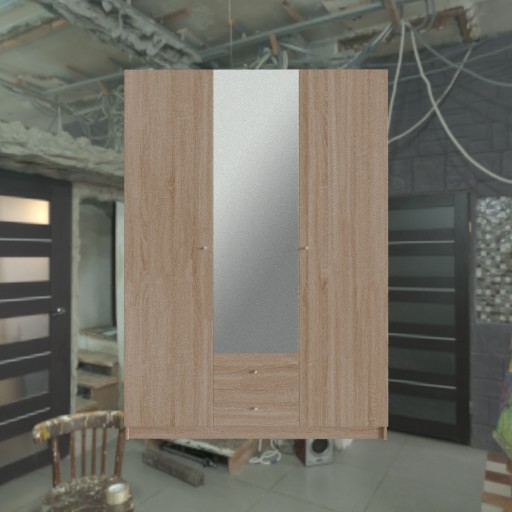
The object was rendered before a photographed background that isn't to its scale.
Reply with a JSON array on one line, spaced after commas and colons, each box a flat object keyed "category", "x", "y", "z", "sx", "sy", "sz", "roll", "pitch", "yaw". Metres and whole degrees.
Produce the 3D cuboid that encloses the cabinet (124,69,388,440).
[{"category": "cabinet", "x": 0.000, "y": 0.000, "z": 2.789, "sx": 1.500, "sy": 2.120, "sz": 0.590, "roll": 0, "pitch": 0, "yaw": 0}]
